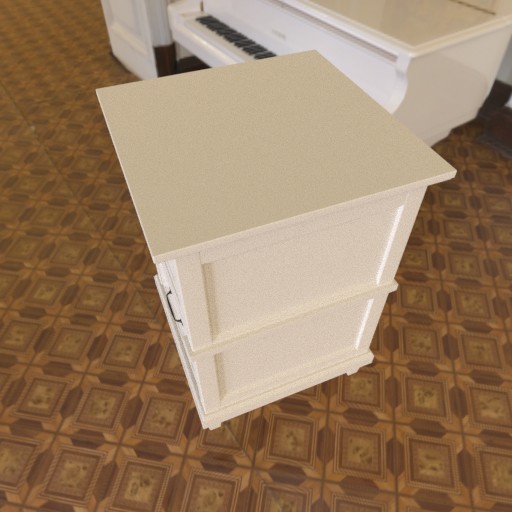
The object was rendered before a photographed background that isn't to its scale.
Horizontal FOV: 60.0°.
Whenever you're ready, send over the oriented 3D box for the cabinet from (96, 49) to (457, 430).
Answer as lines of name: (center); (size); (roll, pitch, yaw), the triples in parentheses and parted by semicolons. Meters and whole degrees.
cabinet: (0.000, 0.000, 1.168); (0.547, 0.775, 0.544); (-17, 50, -15)
